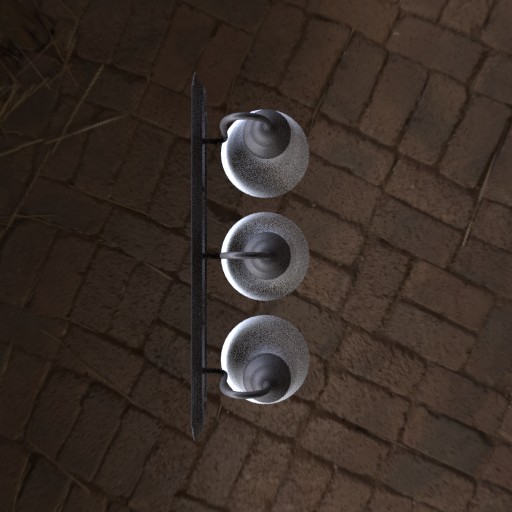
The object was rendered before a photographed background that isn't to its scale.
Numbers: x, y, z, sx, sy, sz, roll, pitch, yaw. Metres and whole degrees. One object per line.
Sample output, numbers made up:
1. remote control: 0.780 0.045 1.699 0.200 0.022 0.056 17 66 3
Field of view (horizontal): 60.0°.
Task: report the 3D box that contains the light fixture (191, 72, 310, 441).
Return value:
1. light fixture: 0.000 0.000 0.716 0.199 0.222 0.610 0 90 0
